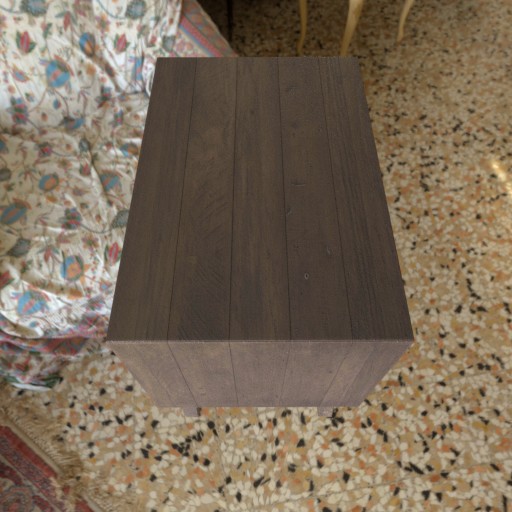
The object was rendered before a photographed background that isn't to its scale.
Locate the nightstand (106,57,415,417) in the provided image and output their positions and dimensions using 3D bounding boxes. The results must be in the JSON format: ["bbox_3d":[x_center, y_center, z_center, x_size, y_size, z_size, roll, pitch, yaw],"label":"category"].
[{"bbox_3d":[0.000,0.000,1.050,0.450,0.599,0.650,0,59,0],"label":"nightstand"}]
